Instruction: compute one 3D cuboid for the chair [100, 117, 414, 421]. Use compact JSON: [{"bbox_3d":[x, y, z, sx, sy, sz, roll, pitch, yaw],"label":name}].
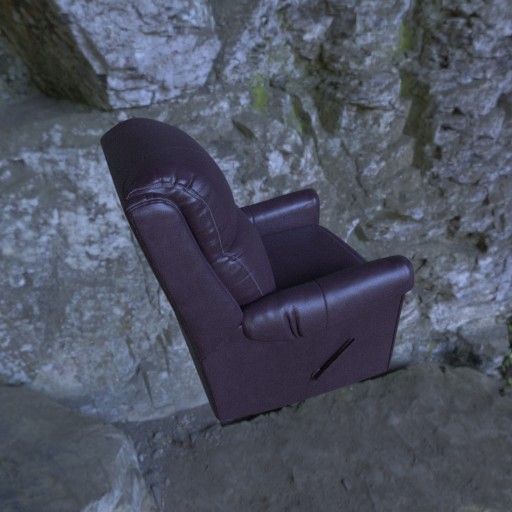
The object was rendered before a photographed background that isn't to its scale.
[{"bbox_3d":[0.000,0.000,1.801,1.014,1.054,0.838,-11,32,-19],"label":"chair"}]
